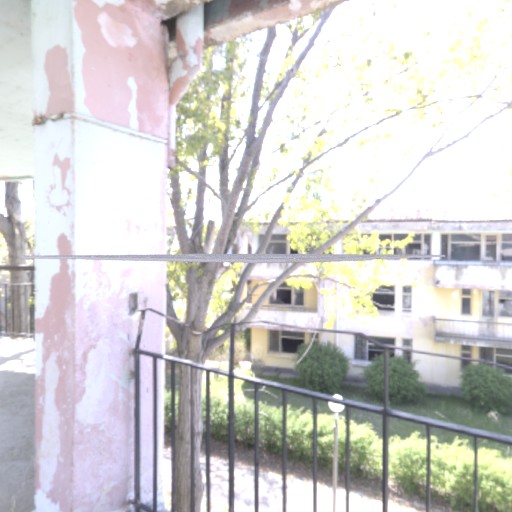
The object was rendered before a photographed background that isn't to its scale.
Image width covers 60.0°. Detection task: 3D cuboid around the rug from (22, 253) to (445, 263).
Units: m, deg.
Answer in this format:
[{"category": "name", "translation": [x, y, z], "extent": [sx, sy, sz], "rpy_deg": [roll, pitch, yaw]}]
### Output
[{"category": "rug", "translation": [0.000, 0.000, 0.865], "extent": [0.548, 0.006, 0.639], "rpy_deg": [1, 1, 37]}]
